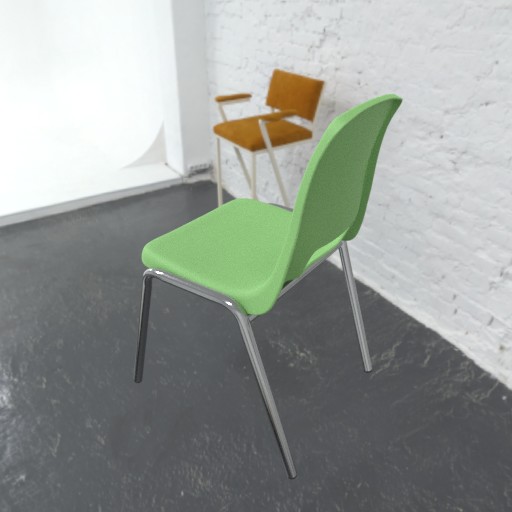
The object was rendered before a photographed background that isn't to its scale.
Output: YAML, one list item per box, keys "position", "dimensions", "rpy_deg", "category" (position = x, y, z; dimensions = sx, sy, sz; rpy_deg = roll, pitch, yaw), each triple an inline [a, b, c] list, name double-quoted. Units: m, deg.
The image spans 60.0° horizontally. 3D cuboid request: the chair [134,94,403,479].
- position: [0.000, 0.000, 0.888]
  dimensions: [0.436, 0.653, 0.381]
  rpy_deg: [21, 36, 31]
  category: "chair"
